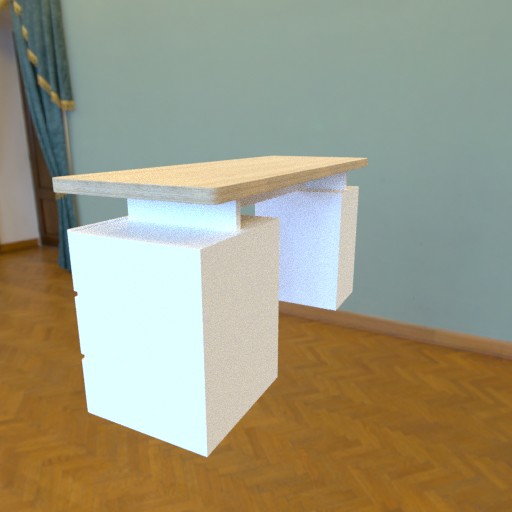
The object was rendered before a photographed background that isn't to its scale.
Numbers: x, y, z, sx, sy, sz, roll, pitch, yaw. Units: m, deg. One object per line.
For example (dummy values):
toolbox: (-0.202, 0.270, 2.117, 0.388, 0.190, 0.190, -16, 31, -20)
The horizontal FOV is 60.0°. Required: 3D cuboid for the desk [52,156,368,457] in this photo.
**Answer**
desk: (0.000, 0.000, 1.871, 0.550, 0.755, 1.500, 8, 17, 26)
